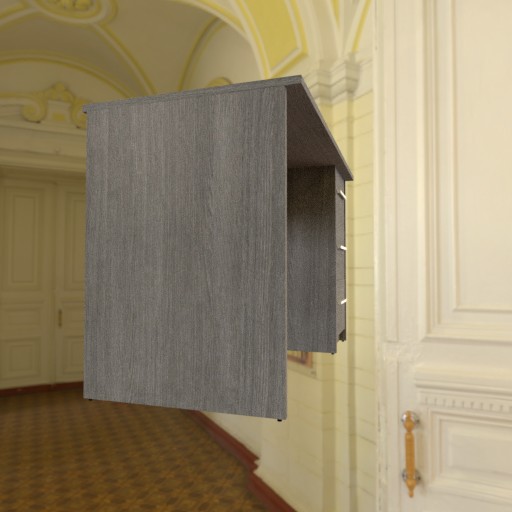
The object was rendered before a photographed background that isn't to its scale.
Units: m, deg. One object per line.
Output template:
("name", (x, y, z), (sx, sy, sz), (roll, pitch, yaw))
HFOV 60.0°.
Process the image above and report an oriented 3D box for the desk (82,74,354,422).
("desk", (0.000, 0.000, 1.537), (0.560, 0.735, 1.097), (-1, -2, 18))
